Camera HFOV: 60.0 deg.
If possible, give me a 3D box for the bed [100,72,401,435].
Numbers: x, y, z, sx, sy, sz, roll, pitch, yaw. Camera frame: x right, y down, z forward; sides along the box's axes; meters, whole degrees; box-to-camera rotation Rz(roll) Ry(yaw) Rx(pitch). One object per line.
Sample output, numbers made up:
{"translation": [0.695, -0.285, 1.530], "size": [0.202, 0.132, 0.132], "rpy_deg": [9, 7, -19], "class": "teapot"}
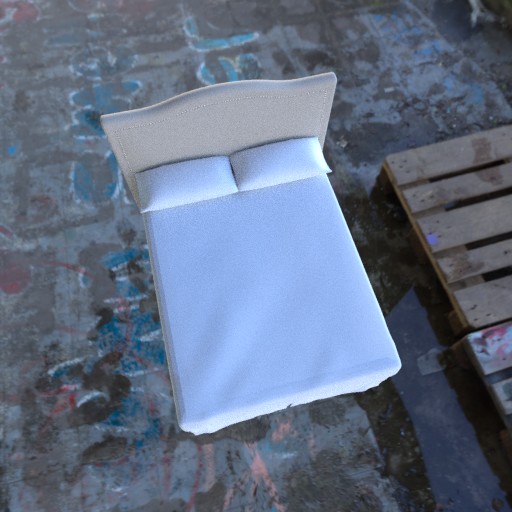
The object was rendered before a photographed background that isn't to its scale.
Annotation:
{"translation": [0.000, 0.000, 3.213], "size": [1.678, 1.398, 2.052], "rpy_deg": [-13, 65, -6], "class": "bed"}
